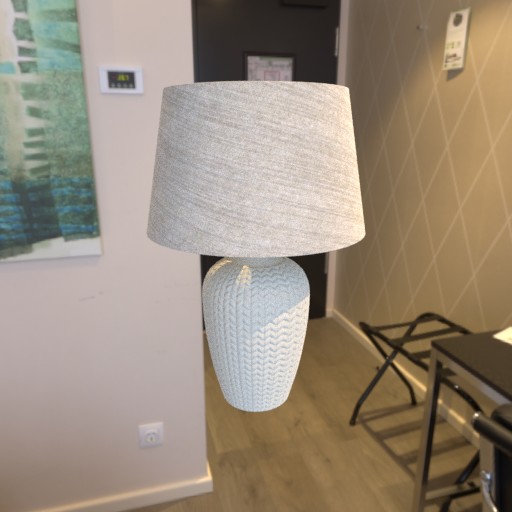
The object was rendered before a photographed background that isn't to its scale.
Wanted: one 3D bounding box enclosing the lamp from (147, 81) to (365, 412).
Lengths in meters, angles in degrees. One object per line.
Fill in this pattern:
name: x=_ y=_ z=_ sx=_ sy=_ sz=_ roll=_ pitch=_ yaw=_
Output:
lamp: x=0.000 y=0.000 z=0.827 sx=0.390 sy=0.580 sz=0.390 roll=0 pitch=16 yaw=0
